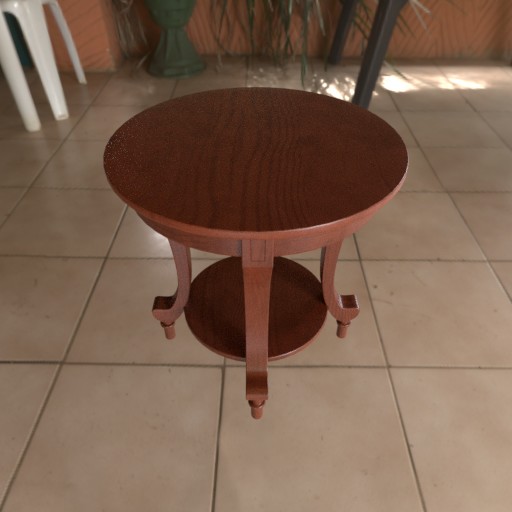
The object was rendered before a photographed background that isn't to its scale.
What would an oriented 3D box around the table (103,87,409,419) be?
[{"bbox_3d":[0.000,0.000,1.091,0.597,0.612,0.597,0,41,0],"label":"table"}]
